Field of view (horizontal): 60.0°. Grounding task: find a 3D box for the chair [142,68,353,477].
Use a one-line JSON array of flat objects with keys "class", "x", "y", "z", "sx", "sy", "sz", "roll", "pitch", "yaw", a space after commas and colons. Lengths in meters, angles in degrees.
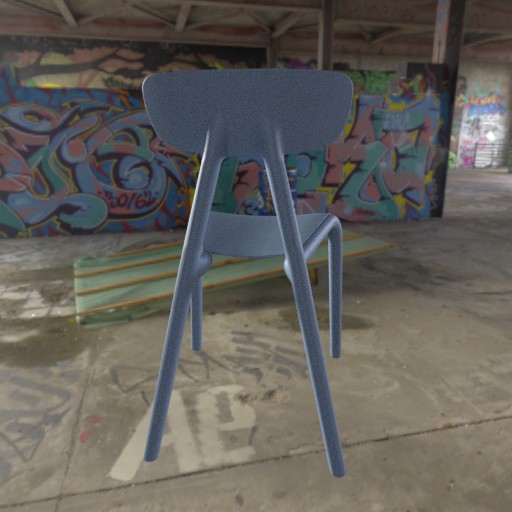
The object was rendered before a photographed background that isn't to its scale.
[{"class": "chair", "x": 0.000, "y": 0.000, "z": 0.800, "sx": 0.356, "sy": 0.580, "sz": 0.401, "roll": 2, "pitch": 15, "yaw": 6}]
